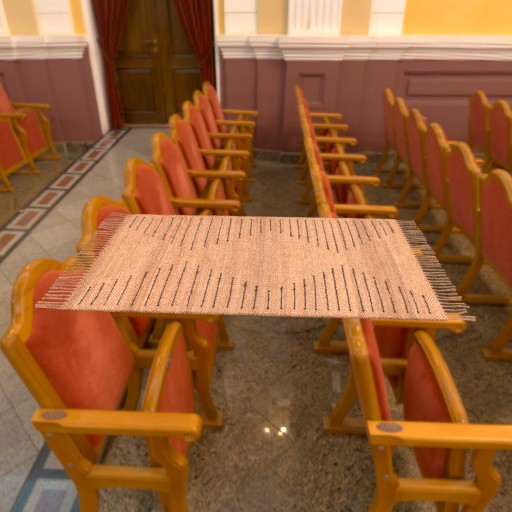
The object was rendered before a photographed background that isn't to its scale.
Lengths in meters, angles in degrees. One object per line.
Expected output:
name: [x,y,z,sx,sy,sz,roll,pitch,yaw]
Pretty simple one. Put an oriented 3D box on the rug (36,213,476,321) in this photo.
rug: [0.000,0.000,2.088,1.718,0.017,0.905,1,30,2]
